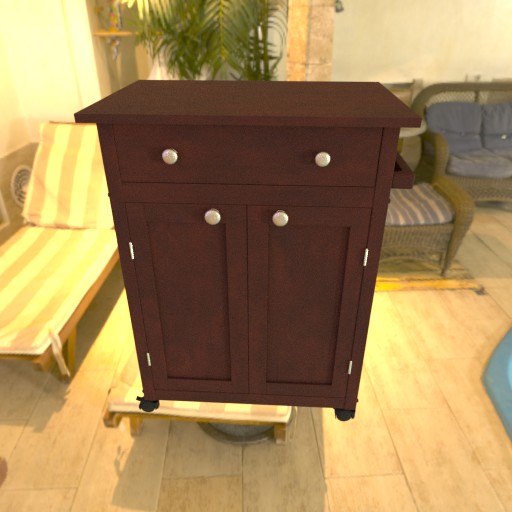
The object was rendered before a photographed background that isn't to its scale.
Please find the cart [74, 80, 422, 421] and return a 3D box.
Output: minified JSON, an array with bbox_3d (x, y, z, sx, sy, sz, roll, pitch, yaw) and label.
[{"bbox_3d":[0.000,0.000,1.247,0.683,0.864,0.442,2,30,3],"label":"cart"}]
